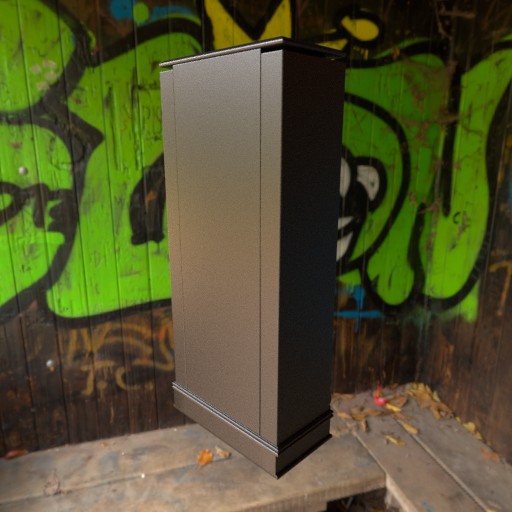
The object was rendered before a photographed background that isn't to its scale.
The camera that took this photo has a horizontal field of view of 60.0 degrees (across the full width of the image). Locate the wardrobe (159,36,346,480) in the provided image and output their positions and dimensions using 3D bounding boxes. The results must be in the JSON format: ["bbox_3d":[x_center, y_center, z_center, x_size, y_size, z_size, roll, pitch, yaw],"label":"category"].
[{"bbox_3d":[0.000,0.000,1.221,0.444,1.011,0.295,14,20,43],"label":"wardrobe"}]
